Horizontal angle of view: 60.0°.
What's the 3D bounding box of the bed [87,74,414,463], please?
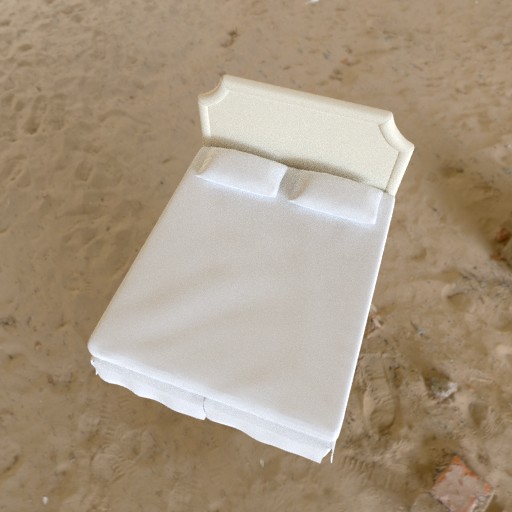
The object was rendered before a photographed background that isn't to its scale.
[{"bbox_3d":[0.000,0.000,4.084,2.350,1.590,2.773,17,59,10],"label":"bed"}]
